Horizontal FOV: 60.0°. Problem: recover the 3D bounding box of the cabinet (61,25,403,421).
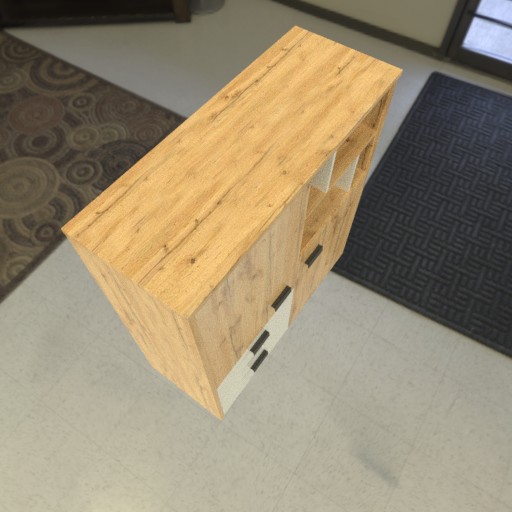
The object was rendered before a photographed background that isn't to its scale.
[{"bbox_3d":[0.000,0.000,1.982,0.473,1.397,1.168,32,64,18],"label":"cabinet"}]
